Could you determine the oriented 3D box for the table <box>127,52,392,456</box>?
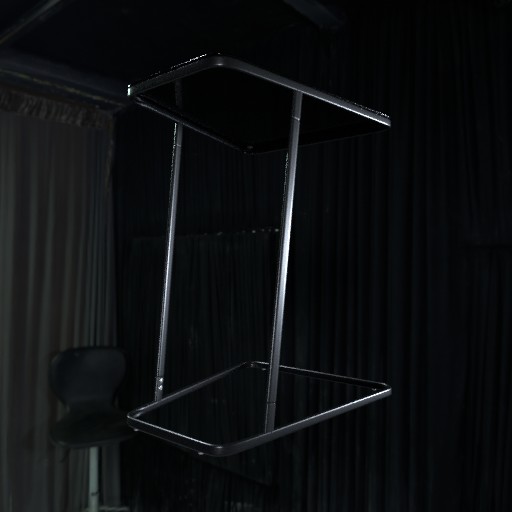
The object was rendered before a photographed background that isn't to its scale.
[{"bbox_3d":[0.000,0.000,0.941,0.427,0.624,0.500,0,-1,37],"label":"table"}]
